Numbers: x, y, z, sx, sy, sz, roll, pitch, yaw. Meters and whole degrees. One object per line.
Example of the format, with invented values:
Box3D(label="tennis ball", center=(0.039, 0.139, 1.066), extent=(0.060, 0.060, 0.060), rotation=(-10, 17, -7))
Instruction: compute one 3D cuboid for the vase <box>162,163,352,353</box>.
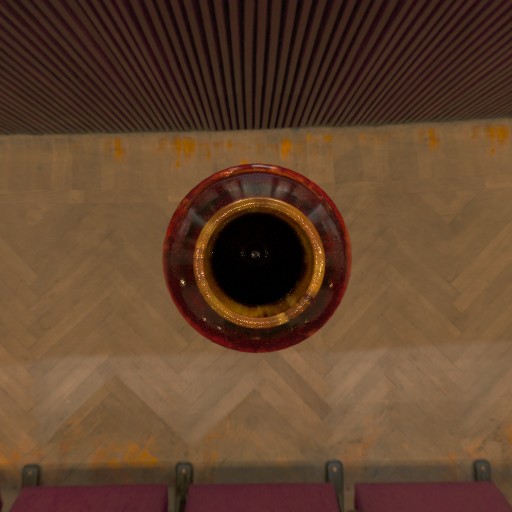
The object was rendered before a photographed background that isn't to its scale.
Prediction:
Box3D(label="vase", center=(0.000, 0.000, 0.322), extent=(0.111, 0.261, 0.111), rotation=(0, 91, -1))
